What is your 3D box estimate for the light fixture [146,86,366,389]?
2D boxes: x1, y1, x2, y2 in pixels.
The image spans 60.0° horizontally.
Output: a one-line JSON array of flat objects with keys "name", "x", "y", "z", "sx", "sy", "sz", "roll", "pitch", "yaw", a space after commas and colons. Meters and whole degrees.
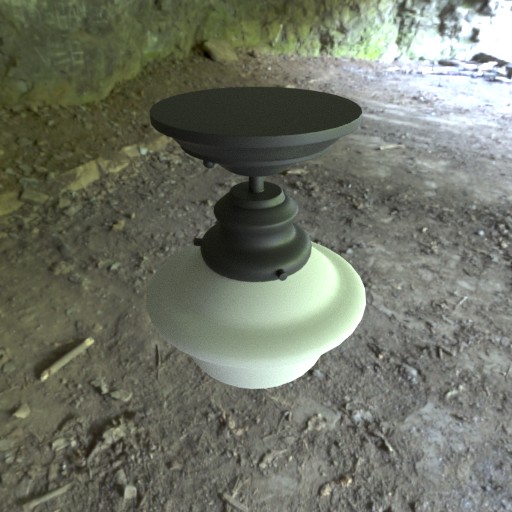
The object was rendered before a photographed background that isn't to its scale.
[{"name": "light fixture", "x": 0.000, "y": 0.000, "z": 0.388, "sx": 0.197, "sy": 0.254, "sz": 0.197, "roll": 0, "pitch": 31, "yaw": 0}]
